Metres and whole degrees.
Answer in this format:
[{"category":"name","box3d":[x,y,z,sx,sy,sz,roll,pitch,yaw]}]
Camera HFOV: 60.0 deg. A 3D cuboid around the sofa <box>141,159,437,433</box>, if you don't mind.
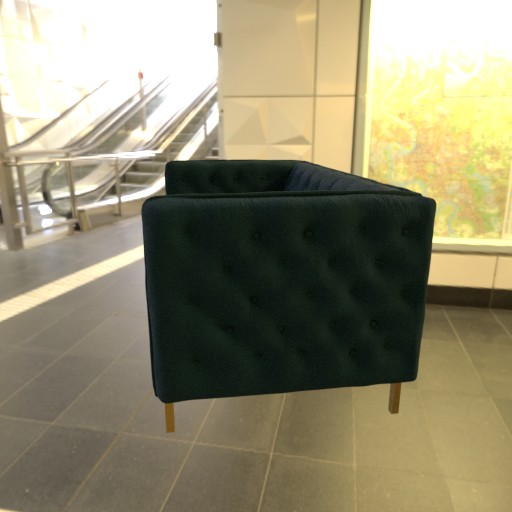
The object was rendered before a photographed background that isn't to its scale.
[{"category":"sofa","box3d":[0.000,0.000,2.112,0.909,0.810,1.583,-2,16,-8]}]
